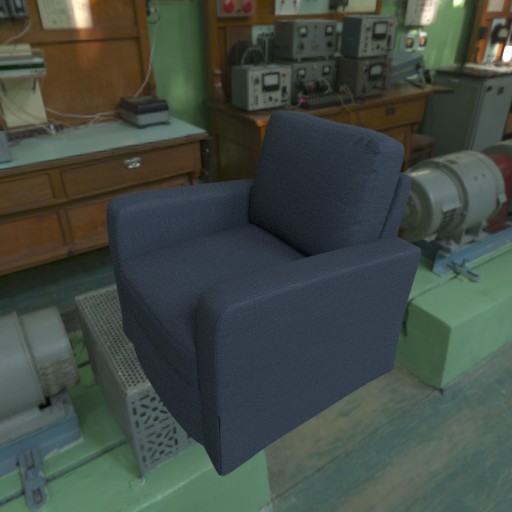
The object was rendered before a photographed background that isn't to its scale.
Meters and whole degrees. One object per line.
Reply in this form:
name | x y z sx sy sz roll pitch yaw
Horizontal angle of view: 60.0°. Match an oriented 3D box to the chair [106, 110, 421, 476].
chair | 0.000 0.000 1.548 0.863 0.855 0.798 -20 36 -30
